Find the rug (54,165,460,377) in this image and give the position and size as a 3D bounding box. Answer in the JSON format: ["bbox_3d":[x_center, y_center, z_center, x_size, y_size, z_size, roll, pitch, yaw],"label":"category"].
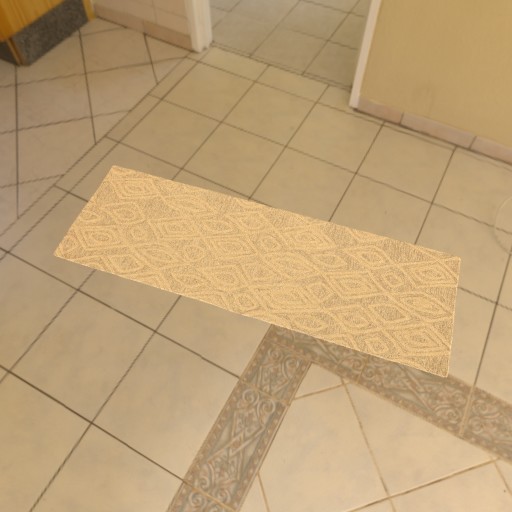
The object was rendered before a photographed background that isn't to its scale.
[{"bbox_3d":[0.000,0.000,2.775,2.436,0.013,0.807,16,60,10],"label":"rug"}]
